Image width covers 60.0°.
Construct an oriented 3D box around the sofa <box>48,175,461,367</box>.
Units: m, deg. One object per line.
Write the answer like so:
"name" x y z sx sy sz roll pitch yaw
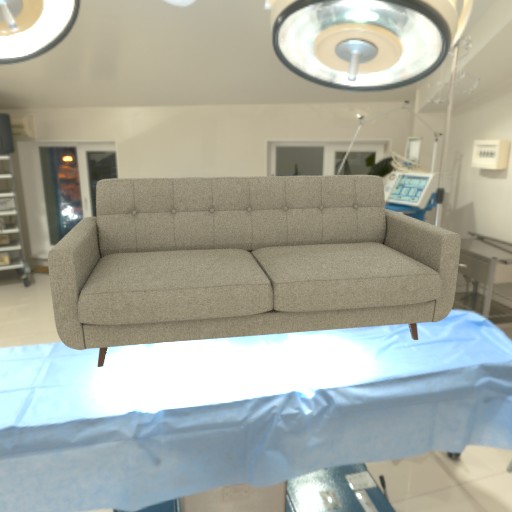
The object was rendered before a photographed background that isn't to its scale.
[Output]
"sofa" 0.000 0.000 2.591 2.055 0.873 0.968 -3 15 -10
